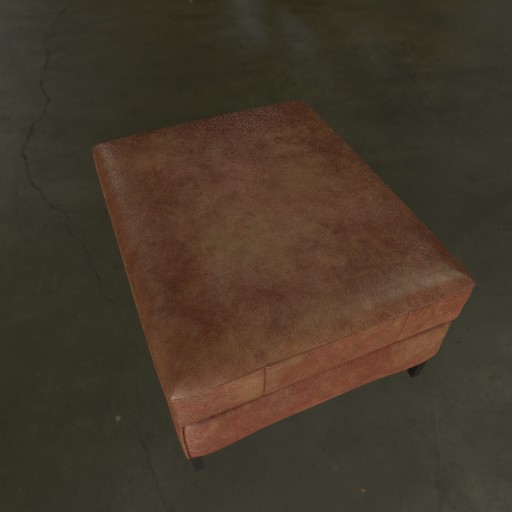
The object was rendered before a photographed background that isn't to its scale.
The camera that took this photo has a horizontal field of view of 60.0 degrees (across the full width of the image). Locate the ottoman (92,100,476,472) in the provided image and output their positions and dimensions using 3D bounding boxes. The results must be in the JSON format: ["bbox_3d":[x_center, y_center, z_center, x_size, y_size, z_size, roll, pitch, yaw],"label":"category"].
[{"bbox_3d":[0.000,0.000,1.748,0.965,0.667,1.186,-17,51,-15],"label":"ottoman"}]
